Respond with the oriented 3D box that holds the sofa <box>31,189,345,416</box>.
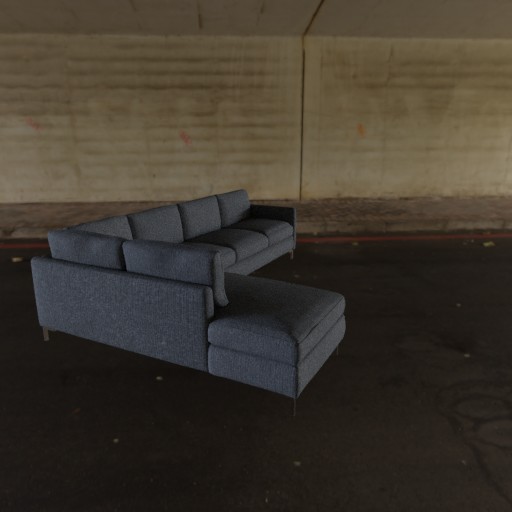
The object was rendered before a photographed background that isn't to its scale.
[{"bbox_3d":[0.000,0.000,3.875,2.007,0.815,2.949,8,17,26],"label":"sofa"}]
